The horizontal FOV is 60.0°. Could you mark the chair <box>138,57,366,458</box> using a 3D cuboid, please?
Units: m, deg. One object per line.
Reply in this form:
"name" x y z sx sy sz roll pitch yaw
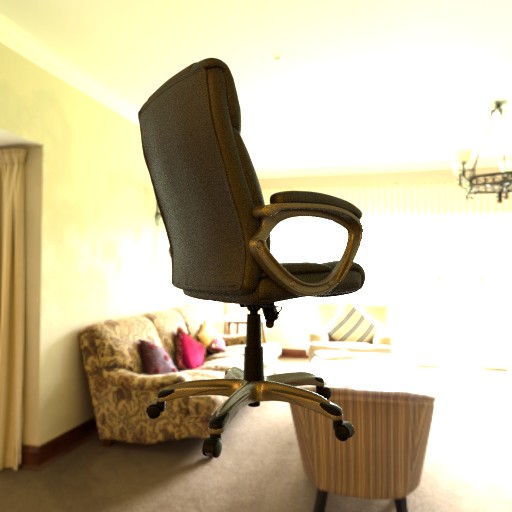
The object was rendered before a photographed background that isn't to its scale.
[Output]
"chair" 0.000 0.000 1.581 0.719 1.130 0.721 1 -2 -35
